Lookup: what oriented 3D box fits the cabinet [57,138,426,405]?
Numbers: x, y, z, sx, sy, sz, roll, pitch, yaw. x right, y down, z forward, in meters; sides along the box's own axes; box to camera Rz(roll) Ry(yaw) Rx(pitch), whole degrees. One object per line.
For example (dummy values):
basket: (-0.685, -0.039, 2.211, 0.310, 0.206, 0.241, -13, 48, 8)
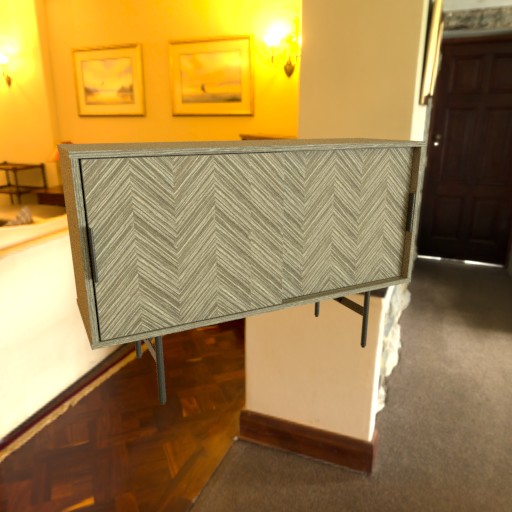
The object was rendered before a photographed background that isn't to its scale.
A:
cabinet: (0.000, 0.000, 1.589, 1.194, 0.787, 0.405, -8, 19, -26)
